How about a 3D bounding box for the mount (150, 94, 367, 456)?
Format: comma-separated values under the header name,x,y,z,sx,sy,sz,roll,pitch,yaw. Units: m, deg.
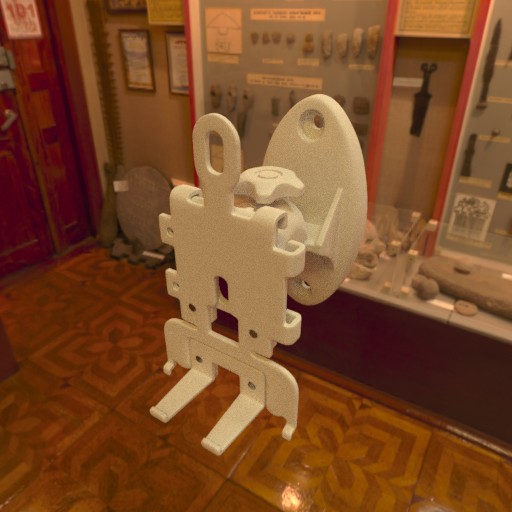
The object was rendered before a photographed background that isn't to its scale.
name,x,y,z,sx,sy,sz,roll,pitch,yaw
mount,0.000,0.000,0.176,0.066,0.118,0.100,18,35,29
